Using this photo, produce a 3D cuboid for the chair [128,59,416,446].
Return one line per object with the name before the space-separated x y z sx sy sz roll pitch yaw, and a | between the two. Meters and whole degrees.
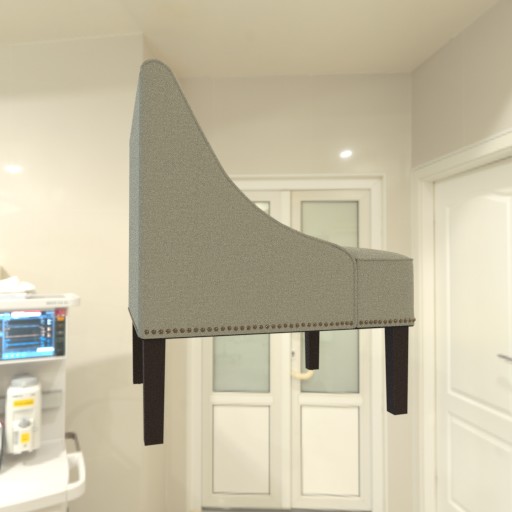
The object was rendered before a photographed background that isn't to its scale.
chair | 0.000 0.000 1.364 0.737 0.864 0.610 0 -1 -18
